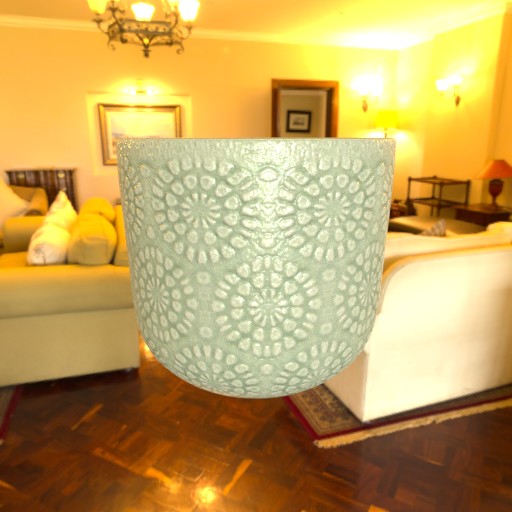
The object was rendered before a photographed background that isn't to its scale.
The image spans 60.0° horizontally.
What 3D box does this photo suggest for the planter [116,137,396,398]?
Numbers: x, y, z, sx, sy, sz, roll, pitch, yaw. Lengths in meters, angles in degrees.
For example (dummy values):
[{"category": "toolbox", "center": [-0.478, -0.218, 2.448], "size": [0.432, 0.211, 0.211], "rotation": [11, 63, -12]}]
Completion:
[{"category": "planter", "center": [0.000, 0.000, 0.298], "size": [0.169, 0.153, 0.169], "rotation": [0, 15, 0]}]
